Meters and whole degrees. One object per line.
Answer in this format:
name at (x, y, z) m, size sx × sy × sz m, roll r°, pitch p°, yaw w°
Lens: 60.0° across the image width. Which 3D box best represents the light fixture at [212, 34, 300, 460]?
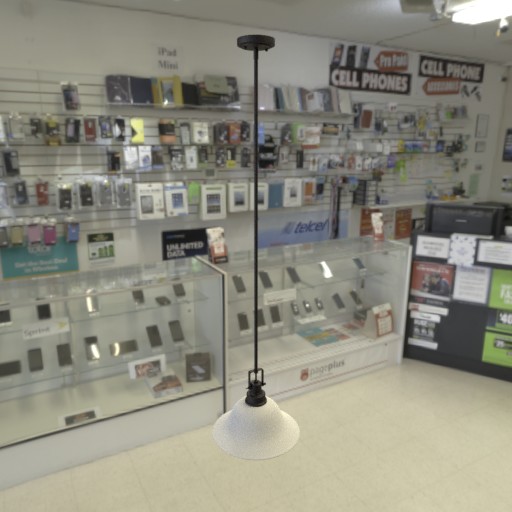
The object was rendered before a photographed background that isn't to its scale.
light fixture at (0.000, 0.000, 1.487) m, size 0.324 × 1.337 × 0.324 m, roll -7°, pitch 15°, yaw -26°
